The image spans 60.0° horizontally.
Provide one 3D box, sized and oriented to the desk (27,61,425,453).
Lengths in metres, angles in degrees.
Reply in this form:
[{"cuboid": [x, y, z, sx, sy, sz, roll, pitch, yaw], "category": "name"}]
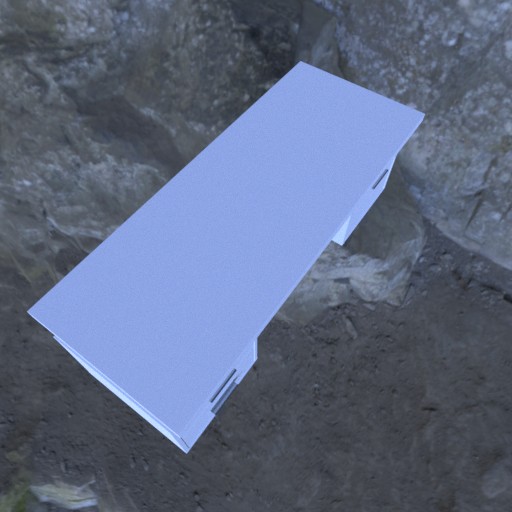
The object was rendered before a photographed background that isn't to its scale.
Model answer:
[{"cuboid": [0.000, 0.000, 1.899, 0.603, 0.773, 1.530, 31, 63, 18], "category": "desk"}]
